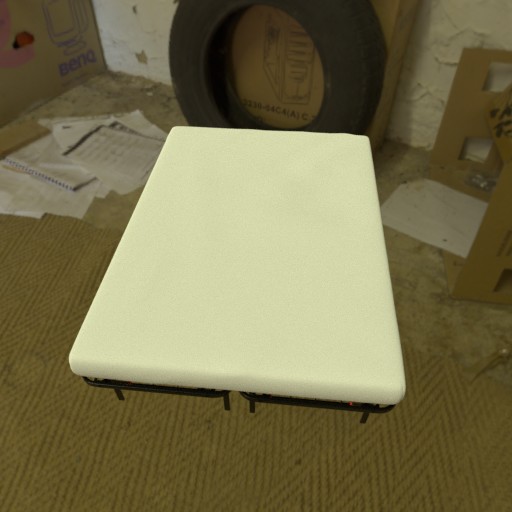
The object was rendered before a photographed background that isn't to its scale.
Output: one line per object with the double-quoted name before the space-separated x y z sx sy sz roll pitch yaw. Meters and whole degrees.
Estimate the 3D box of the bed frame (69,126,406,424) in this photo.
"bed frame" 0.000 0.000 2.590 1.372 0.637 1.905 4 46 4
